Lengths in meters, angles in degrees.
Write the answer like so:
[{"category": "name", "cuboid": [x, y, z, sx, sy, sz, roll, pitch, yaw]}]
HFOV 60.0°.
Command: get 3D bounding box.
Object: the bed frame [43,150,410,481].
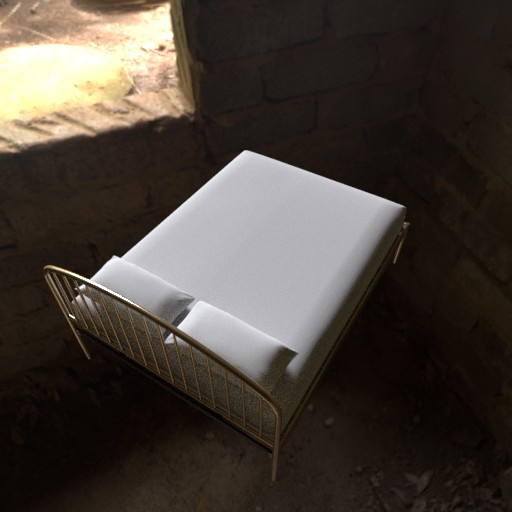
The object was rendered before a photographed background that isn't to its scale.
[{"category": "bed frame", "cuboid": [0.000, 0.000, 3.180, 1.612, 1.175, 2.152, 24, 51, 21]}]
